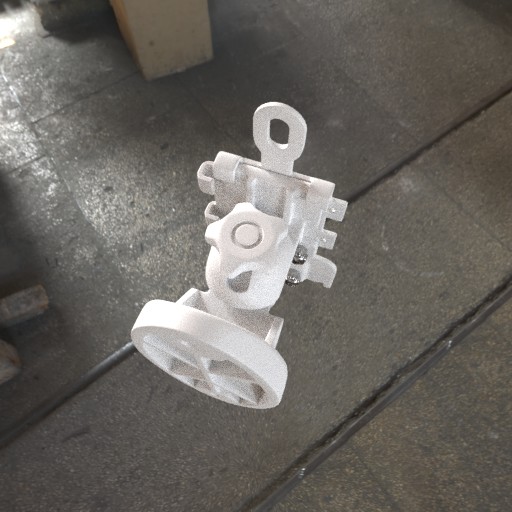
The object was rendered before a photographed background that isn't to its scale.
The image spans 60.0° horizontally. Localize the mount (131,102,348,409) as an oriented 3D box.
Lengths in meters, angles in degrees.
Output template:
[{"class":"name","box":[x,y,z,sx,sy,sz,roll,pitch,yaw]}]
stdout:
[{"class":"mount","box":[0.000,0.000,0.175,0.066,0.118,0.100,18,65,8]}]
